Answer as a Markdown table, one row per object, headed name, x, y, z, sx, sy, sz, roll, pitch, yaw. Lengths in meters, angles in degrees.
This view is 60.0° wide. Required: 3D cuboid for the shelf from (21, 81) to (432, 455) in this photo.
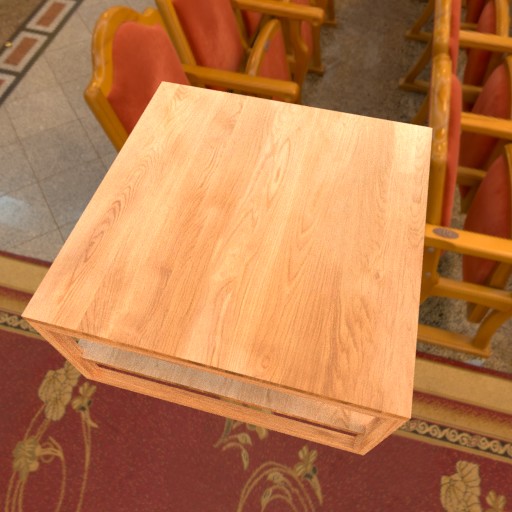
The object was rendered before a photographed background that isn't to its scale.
| name | x | y | z | sx | sy | sz | roll | pitch | yaw |
| --- | --- | --- | --- | --- | --- | --- | --- | --- | --- |
| shelf | 0.000 | 0.000 | 1.409 | 0.899 | 0.480 | 0.899 | 13 | 58 | 8 |
